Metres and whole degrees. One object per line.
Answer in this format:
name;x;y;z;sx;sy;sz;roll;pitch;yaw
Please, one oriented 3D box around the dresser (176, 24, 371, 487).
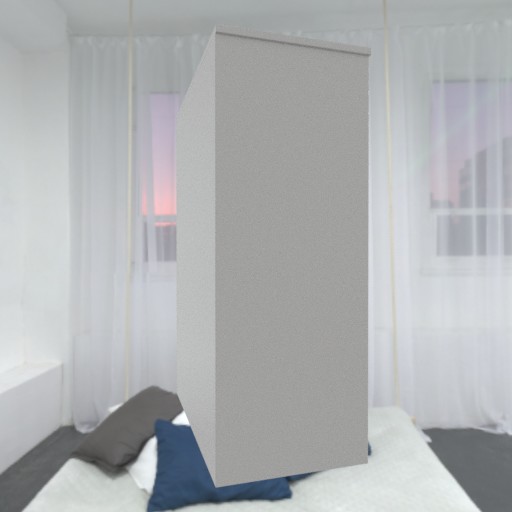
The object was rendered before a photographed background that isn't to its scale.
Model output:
dresser;0.000;0.000;1.366;0.401;1.021;0.704;0;1;-17
